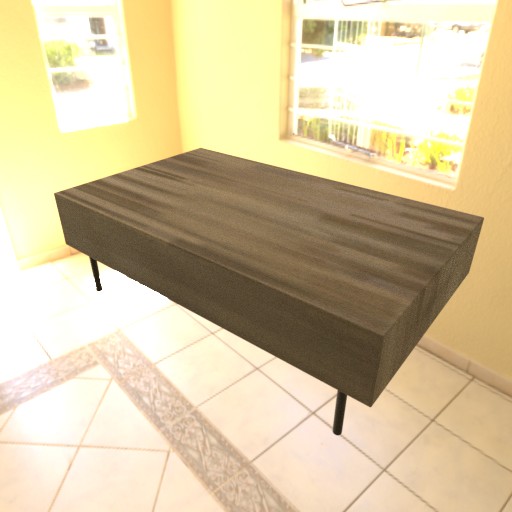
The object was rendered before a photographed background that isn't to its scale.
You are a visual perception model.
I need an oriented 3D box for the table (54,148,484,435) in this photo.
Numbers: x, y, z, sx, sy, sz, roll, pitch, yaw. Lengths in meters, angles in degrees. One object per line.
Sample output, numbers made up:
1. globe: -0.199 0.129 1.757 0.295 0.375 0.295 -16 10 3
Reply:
1. table: 0.000 0.000 1.374 1.088 0.347 0.643 22 36 33
